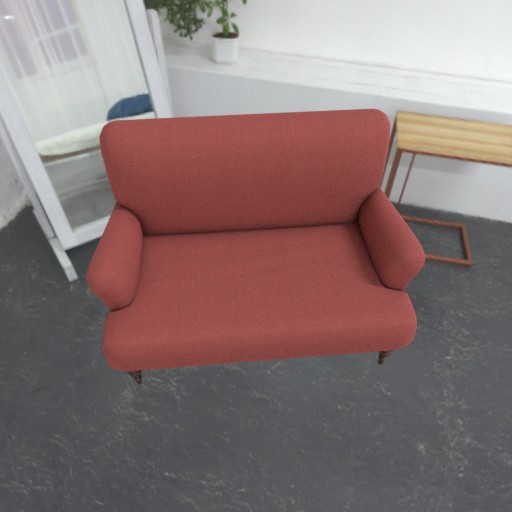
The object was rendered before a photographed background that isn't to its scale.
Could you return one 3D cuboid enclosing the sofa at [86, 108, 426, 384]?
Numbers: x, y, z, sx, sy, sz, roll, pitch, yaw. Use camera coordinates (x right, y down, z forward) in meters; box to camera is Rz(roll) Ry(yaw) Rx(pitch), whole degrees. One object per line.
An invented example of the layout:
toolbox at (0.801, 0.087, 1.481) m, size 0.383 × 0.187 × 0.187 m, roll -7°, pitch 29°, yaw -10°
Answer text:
sofa at (0.000, 0.000, 1.866) m, size 1.297 × 0.889 × 0.779 m, roll -4°, pitch 47°, yaw -4°
